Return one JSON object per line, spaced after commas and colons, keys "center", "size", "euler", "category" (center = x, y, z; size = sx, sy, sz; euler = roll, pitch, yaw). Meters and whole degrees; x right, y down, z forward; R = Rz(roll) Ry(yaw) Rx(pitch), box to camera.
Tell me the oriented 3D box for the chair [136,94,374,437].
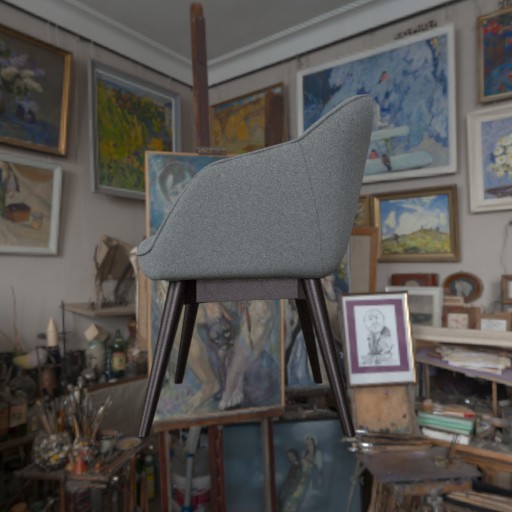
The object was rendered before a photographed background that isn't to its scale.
{"center": [0.000, 0.000, 1.227], "size": [0.611, 0.810, 0.589], "euler": [0, -2, 0], "category": "chair"}
